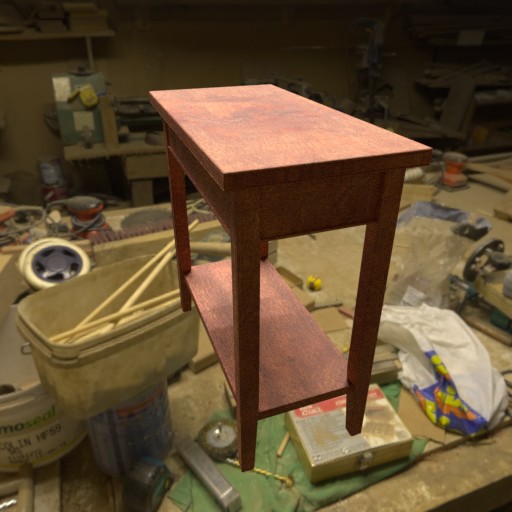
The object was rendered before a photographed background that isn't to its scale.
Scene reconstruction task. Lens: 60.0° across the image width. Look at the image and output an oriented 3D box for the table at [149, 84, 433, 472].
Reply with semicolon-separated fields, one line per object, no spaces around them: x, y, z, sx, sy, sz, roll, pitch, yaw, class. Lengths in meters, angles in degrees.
0.000;0.000;0.970;0.305;0.610;0.610;-10;31;-17;table
